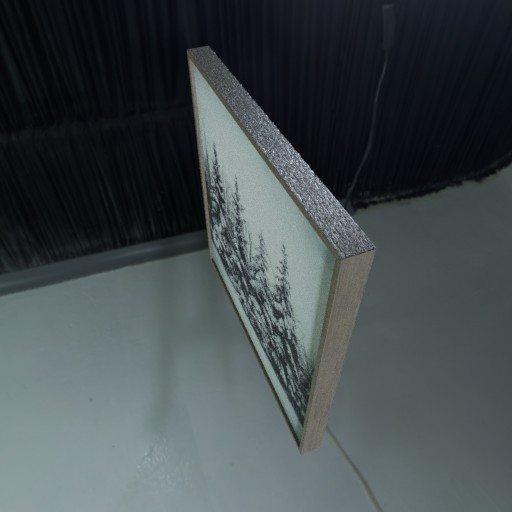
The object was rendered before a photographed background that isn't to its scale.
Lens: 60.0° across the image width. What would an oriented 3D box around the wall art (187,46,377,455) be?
[{"bbox_3d":[0.000,0.000,0.758,0.037,0.507,0.507,-17,49,-15],"label":"wall art"}]
